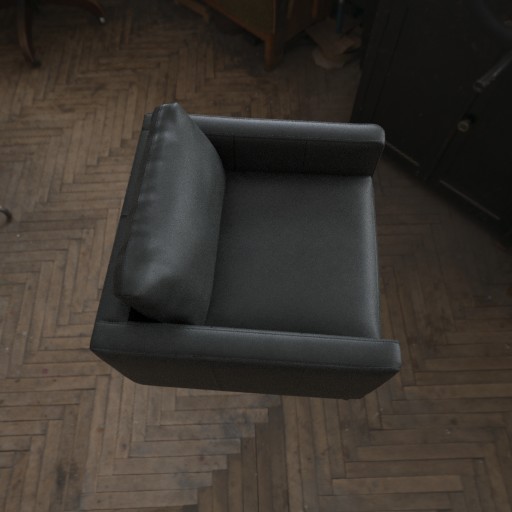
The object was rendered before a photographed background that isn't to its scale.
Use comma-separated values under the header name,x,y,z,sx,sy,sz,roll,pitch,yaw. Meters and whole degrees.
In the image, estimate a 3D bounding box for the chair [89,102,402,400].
name,x,y,z,sx,sy,sz,roll,pitch,yaw
chair,0.000,0.000,1.530,0.861,0.824,0.967,4,64,2
